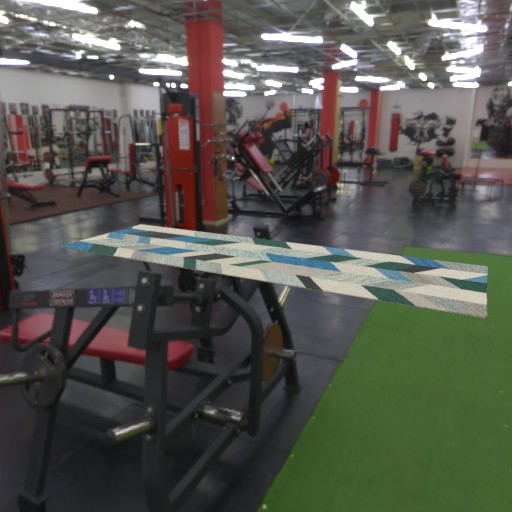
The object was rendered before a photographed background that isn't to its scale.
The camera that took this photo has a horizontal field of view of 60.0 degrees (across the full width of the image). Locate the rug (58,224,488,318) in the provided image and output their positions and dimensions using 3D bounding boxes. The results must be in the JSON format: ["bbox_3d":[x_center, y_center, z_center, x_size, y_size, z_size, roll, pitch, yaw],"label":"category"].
[{"bbox_3d":[0.000,0.000,2.602,2.437,0.008,0.774,8,18,26],"label":"rug"}]
